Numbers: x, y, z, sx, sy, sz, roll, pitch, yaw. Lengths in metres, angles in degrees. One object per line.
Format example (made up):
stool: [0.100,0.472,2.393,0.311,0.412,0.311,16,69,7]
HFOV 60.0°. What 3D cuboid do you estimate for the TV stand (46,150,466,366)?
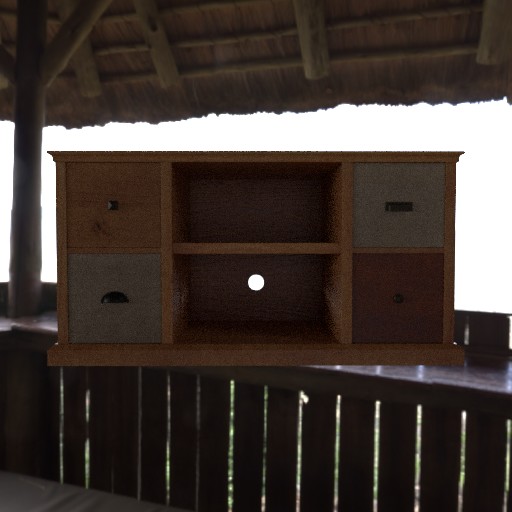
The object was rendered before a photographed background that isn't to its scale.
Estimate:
TV stand: [0.000,0.000,1.453,1.181,0.607,0.417,0,2,0]
